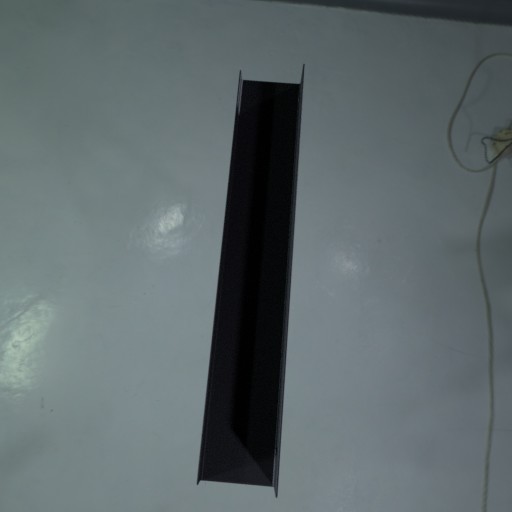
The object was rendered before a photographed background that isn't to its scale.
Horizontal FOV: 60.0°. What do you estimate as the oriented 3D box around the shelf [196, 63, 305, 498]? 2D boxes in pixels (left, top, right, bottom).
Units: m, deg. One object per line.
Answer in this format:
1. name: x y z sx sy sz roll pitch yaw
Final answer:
1. shelf: 0.000 0.000 0.631 0.102 0.053 0.605 5 76 1
